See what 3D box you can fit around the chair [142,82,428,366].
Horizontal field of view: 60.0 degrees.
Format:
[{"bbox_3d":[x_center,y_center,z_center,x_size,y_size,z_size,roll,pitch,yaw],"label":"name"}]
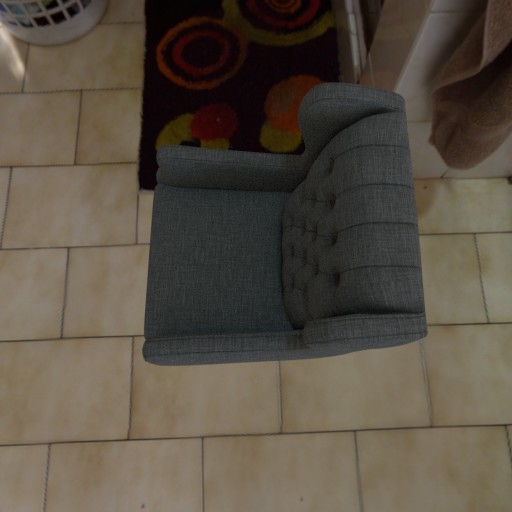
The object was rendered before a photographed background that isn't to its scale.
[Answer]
[{"bbox_3d":[0.000,0.000,1.480,0.775,0.953,0.711,0,74,0],"label":"chair"}]
